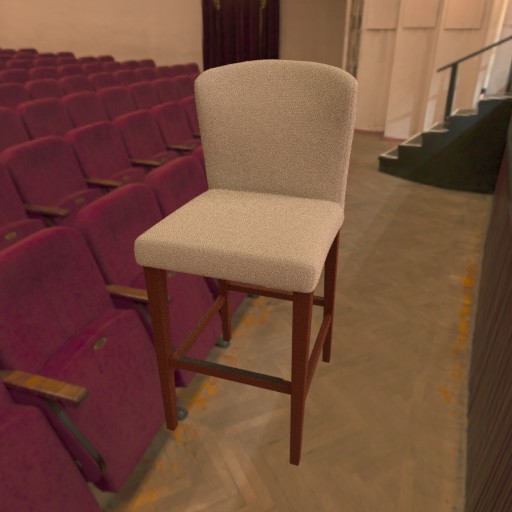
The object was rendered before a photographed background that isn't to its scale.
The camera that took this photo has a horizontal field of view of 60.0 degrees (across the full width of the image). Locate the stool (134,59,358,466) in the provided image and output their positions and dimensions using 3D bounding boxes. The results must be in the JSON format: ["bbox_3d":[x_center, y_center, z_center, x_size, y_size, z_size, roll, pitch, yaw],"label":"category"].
[{"bbox_3d":[0.000,0.000,1.344,0.481,1.069,0.568,8,27,17],"label":"stool"}]
